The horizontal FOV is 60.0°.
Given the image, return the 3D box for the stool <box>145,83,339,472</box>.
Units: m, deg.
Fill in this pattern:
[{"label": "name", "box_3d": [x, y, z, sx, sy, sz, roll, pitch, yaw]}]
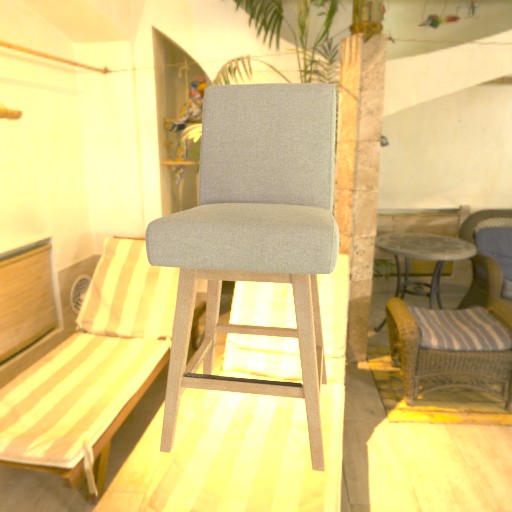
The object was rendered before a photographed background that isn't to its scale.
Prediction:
[{"label": "stool", "box_3d": [0.000, 0.000, 1.405, 0.507, 1.085, 0.606, 2, 15, 9]}]
